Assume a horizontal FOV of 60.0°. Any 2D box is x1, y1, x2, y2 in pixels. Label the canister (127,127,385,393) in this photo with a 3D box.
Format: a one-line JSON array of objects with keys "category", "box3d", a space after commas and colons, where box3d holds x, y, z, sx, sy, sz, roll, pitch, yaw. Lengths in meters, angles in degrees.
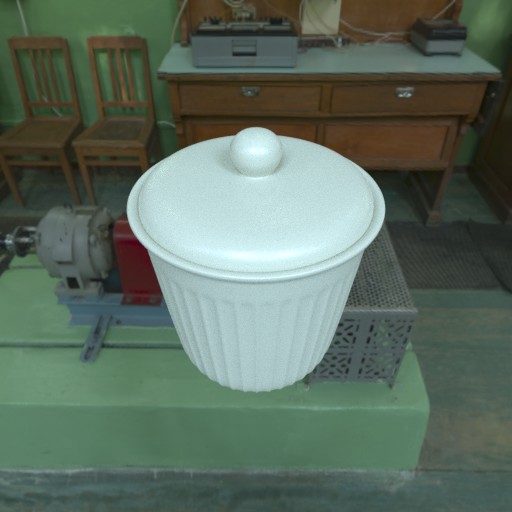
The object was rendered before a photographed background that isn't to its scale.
[{"category": "canister", "box3d": [0.000, 0.000, 0.355, 0.181, 0.211, 0.181, 0, 40, 0]}]
